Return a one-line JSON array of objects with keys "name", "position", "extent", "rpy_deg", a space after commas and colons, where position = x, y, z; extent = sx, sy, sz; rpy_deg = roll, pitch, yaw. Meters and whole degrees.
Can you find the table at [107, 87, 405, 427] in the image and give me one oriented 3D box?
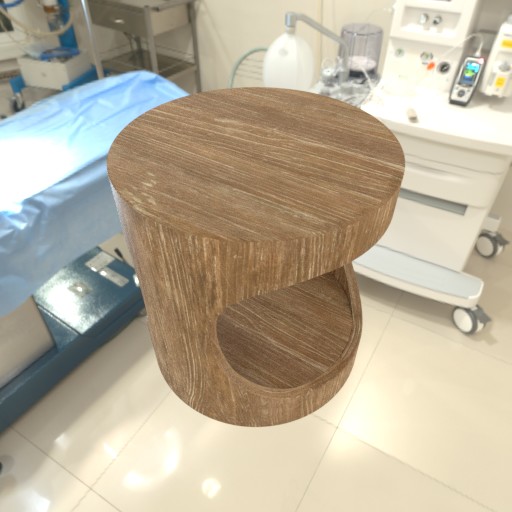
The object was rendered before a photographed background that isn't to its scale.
[{"name": "table", "position": [0.000, 0.000, 0.992], "extent": [0.527, 0.551, 0.527], "rpy_deg": [0, 43, 0]}]
